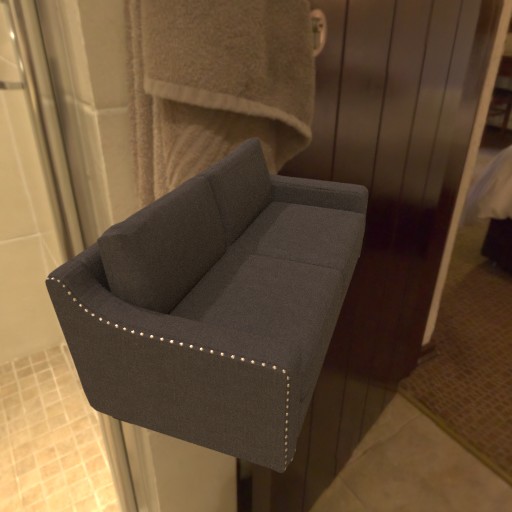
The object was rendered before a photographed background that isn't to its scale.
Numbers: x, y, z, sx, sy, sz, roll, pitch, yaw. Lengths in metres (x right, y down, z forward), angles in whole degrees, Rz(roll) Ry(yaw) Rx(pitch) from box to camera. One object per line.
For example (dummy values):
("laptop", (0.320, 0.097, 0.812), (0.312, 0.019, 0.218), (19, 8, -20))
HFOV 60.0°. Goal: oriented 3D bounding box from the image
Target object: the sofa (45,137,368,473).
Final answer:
("sofa", (0.000, 0.000, 3.247), (1.336, 1.196, 2.550), (10, 30, 17))
